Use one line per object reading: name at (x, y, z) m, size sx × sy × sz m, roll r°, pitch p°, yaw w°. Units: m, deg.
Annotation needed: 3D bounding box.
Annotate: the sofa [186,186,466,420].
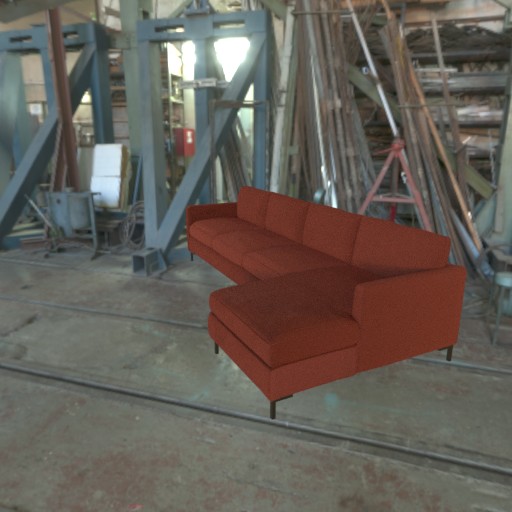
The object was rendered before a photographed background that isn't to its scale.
sofa at (0.000, 0.000, 3.593) m, size 1.350 × 0.810 × 2.932 m, roll -8°, pitch 18°, yaw -26°
